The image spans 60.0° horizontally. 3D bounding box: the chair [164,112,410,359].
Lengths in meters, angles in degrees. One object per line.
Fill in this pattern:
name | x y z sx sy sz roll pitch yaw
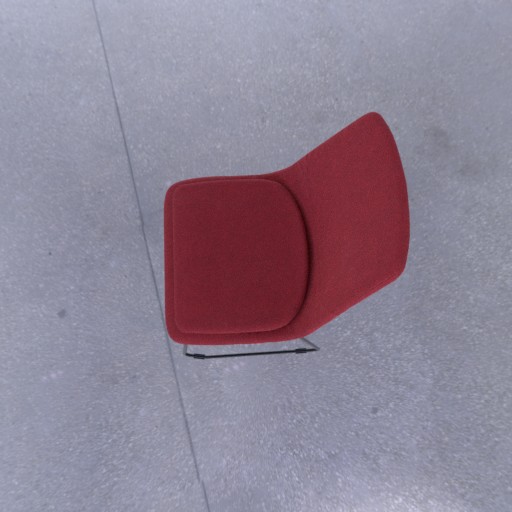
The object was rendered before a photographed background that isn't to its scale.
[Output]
chair | 0.000 0.000 1.159 0.518 0.858 0.479 -4 75 -1
